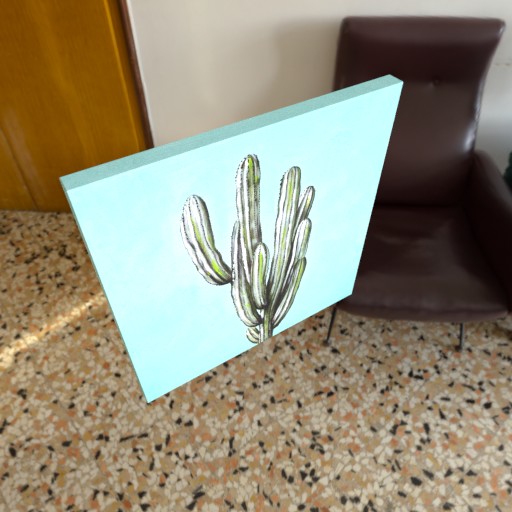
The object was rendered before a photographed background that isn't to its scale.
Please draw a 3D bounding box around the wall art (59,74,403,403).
[{"bbox_3d":[0.000,0.000,0.913,0.603,0.603,0.036,-24,51,-22],"label":"wall art"}]
